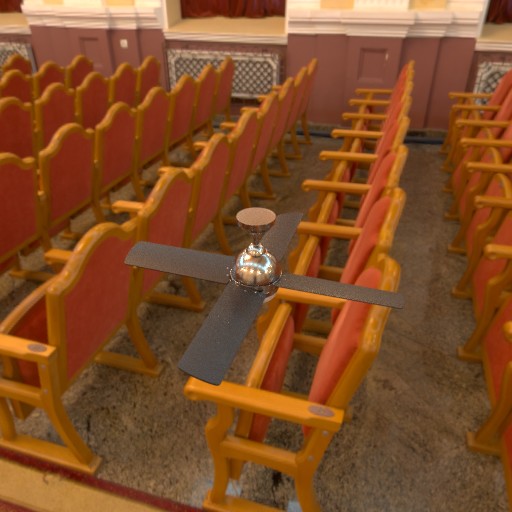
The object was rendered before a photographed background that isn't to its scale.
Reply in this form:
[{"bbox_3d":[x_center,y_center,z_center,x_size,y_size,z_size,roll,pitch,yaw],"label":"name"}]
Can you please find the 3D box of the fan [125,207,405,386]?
[{"bbox_3d":[0.000,0.000,2.006,1.332,0.403,1.332,10,33,15],"label":"fan"}]
